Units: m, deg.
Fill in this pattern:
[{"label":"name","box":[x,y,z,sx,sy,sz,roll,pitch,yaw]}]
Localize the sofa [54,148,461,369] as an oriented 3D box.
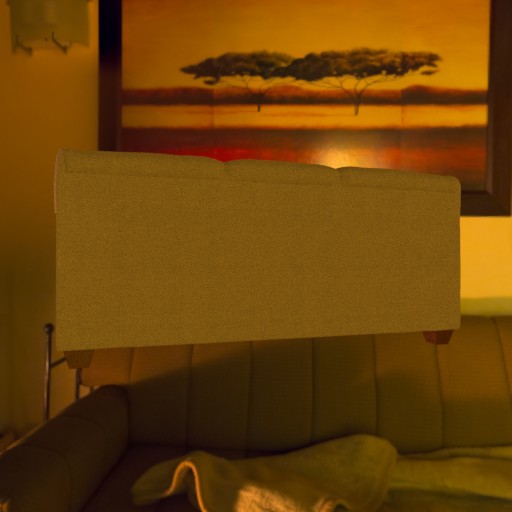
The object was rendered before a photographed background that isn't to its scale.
[{"label":"sofa","box":[0.000,0.000,2.553,2.024,0.958,0.997,0,0,-16]}]
